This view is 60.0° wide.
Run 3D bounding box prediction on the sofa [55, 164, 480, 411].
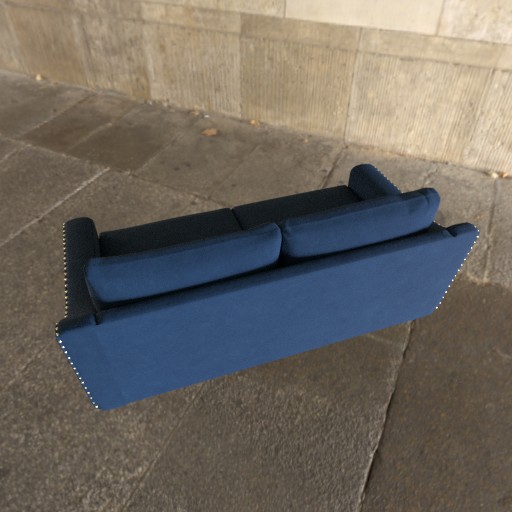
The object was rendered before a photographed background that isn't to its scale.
[{"bbox_3d":[0.000,0.000,2.656,2.107,0.983,1.104,-13,43,-14],"label":"sofa"}]
